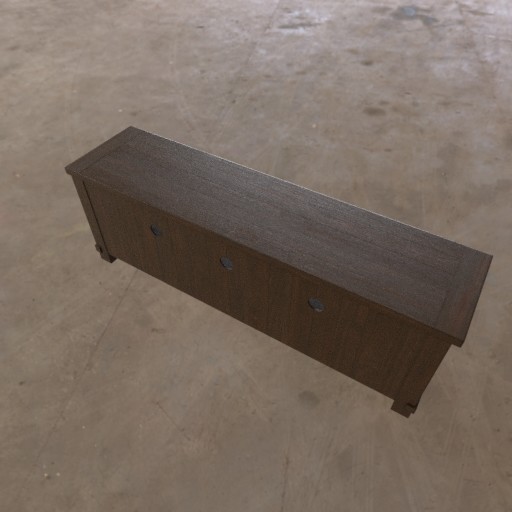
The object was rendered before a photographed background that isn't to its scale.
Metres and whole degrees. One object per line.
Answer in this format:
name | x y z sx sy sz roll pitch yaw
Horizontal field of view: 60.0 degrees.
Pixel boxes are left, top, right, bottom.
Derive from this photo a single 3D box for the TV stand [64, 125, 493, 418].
TV stand | 0.000 0.000 2.129 1.866 0.615 0.471 24 50 21
